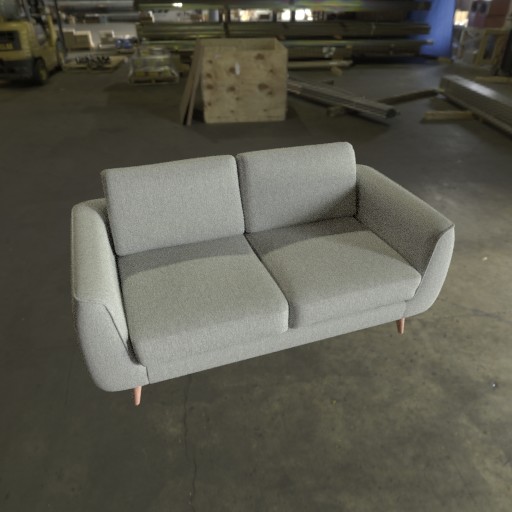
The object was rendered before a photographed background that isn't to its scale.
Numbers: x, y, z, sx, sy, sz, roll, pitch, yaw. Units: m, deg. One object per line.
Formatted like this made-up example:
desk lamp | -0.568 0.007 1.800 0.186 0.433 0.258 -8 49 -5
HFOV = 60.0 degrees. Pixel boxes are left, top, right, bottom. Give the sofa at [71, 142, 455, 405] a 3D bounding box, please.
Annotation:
sofa | 0.000 0.000 2.222 1.700 0.850 0.920 -11 34 -16
